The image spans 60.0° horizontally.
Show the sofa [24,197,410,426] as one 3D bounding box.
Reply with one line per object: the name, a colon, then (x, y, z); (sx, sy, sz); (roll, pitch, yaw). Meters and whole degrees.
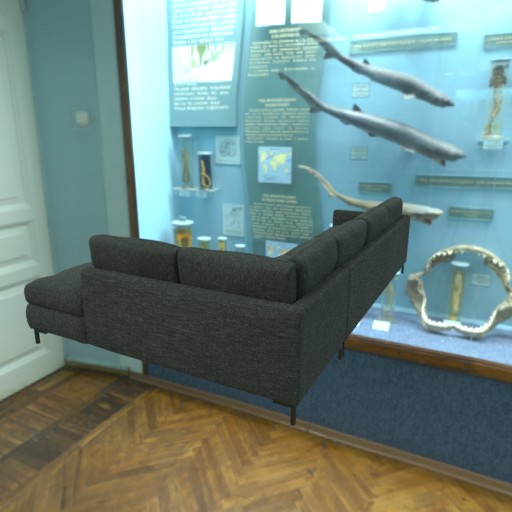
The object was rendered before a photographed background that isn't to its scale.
sofa: (0.000, 0.000, 3.749); (2.007, 0.815, 2.949); (8, 17, 27)
